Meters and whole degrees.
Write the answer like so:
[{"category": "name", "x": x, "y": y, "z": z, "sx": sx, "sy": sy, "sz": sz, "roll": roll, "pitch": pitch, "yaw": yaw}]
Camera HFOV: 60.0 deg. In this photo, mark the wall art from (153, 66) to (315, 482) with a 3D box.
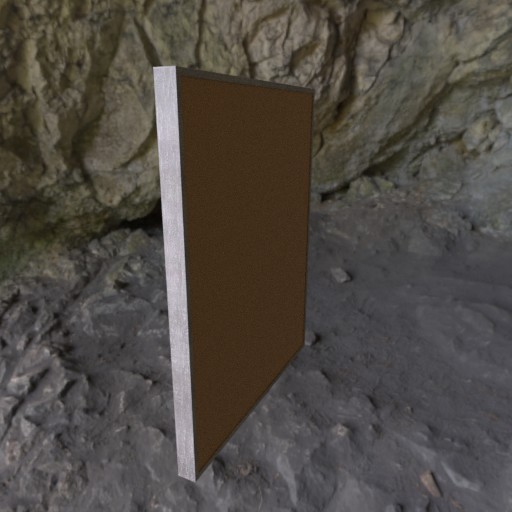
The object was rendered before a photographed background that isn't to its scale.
[{"category": "wall art", "x": 0.000, "y": 0.000, "z": 0.708, "sx": 0.032, "sy": 0.521, "sz": 0.421, "roll": 8, "pitch": 19, "yaw": 25}]
